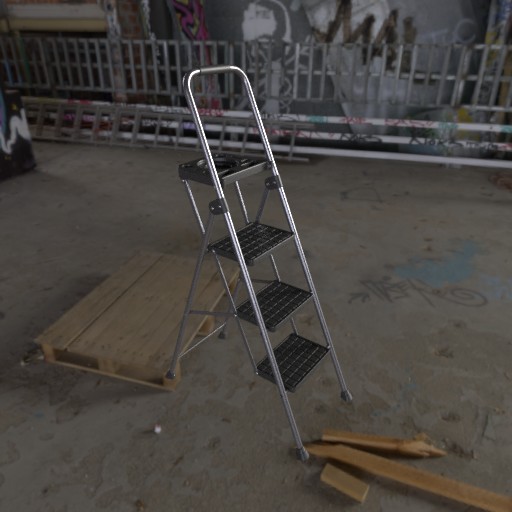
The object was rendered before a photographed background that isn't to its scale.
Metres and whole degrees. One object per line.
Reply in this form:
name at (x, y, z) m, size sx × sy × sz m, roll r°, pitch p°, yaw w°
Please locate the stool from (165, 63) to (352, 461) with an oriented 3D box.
stool at (0.000, 0.000, 1.627) m, size 0.733 × 1.277 × 0.396 m, roll 19°, pitch 33°, yaw 32°
